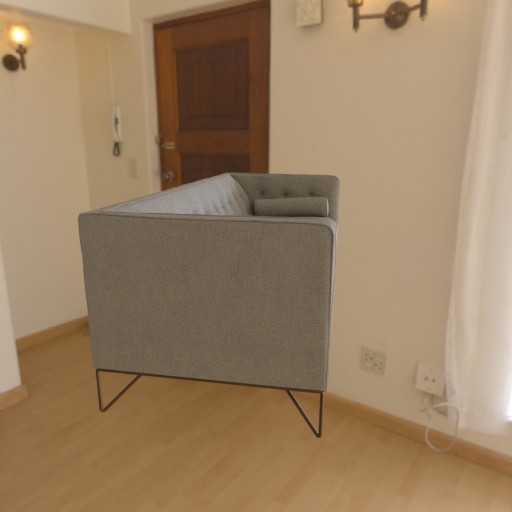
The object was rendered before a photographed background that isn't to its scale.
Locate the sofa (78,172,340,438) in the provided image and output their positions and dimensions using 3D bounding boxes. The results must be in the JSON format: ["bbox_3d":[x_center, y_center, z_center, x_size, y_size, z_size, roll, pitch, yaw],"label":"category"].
[{"bbox_3d":[0.000,0.000,2.544,0.912,0.798,2.079,3,15,10],"label":"sofa"}]
